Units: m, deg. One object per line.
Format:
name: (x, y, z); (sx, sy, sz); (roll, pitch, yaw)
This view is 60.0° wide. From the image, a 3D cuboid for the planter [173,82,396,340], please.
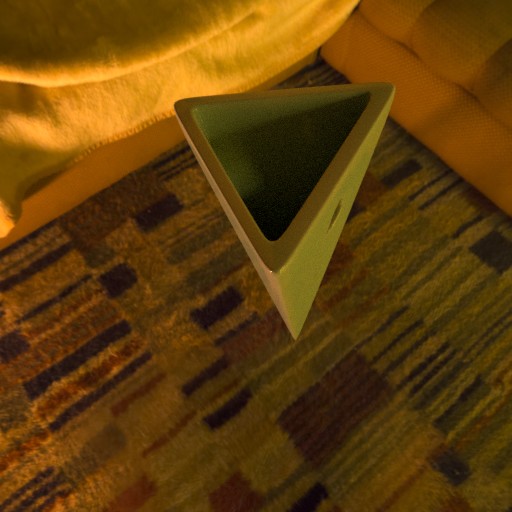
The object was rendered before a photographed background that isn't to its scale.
planter: (0.000, 0.000, 0.216); (0.064, 0.178, 0.080); (28, 67, 13)
